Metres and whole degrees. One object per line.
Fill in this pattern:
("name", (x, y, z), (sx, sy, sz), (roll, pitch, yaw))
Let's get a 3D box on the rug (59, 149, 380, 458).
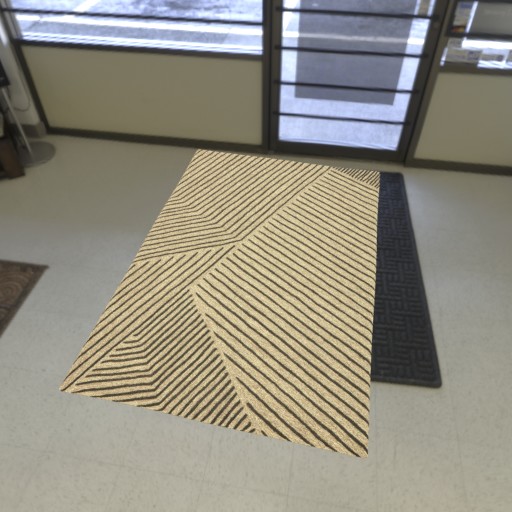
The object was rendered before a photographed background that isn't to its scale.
("rug", (0.000, 0.000, 2.330), (1.237, 0.019, 1.842), (9, 46, 9))
